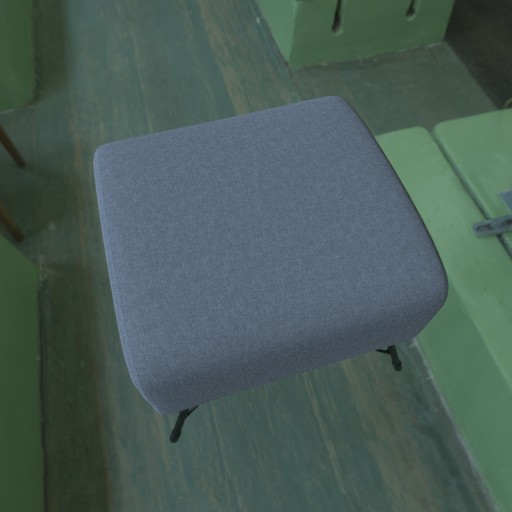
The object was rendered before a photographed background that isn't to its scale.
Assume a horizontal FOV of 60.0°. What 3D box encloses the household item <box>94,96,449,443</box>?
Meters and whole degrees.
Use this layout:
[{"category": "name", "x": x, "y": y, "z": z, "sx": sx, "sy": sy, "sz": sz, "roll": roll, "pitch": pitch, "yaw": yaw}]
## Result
[{"category": "household item", "x": 0.000, "y": 0.000, "z": 0.904, "sx": 0.530, "sy": 0.410, "sz": 0.530, "roll": -15, "pitch": 61, "yaw": -8}]
